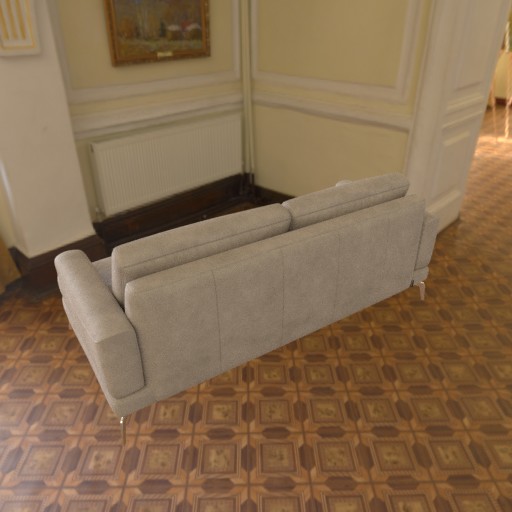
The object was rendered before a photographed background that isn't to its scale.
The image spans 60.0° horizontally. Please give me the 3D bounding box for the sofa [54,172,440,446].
[{"bbox_3d":[0.000,0.000,2.519,2.013,0.830,0.980,-18,34,-28],"label":"sofa"}]
